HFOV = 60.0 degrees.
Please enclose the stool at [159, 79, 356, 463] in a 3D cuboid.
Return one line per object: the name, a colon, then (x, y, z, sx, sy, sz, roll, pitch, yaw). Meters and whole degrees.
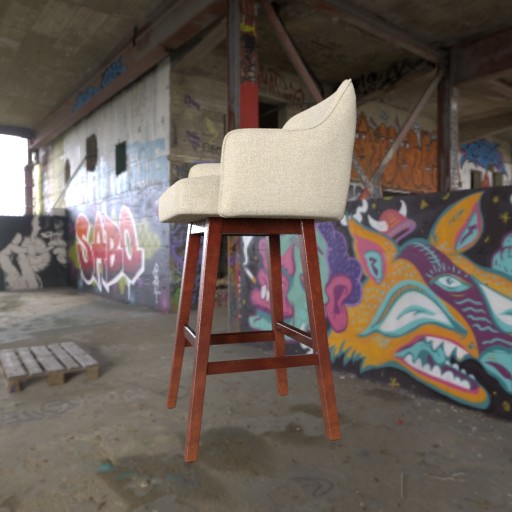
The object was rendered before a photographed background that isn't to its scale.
stool: (0.000, 0.000, 1.390, 0.560, 1.041, 0.550, 0, 1, -18)
